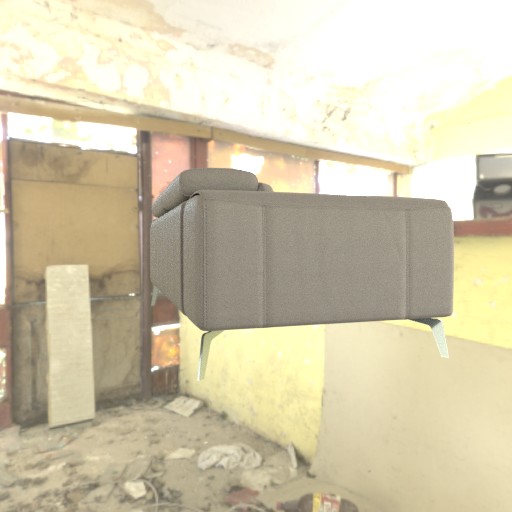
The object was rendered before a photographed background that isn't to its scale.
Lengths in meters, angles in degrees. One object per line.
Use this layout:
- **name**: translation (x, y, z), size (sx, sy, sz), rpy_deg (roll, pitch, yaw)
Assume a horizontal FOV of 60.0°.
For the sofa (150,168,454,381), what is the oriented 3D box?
- **sofa**: translation (0.000, 0.000, 2.459), size (1.024, 0.753, 1.930), rpy_deg (0, 1, -18)
